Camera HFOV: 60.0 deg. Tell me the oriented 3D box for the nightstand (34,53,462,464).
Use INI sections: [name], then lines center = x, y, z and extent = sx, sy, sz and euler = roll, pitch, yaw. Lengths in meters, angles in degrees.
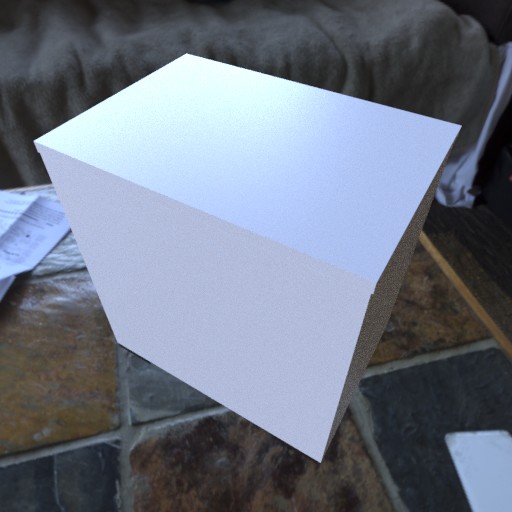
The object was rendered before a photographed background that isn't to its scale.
[nightstand]
center = 0.000, 0.000, 0.727
extent = 0.441, 0.460, 0.325
euler = 24, 51, 21
